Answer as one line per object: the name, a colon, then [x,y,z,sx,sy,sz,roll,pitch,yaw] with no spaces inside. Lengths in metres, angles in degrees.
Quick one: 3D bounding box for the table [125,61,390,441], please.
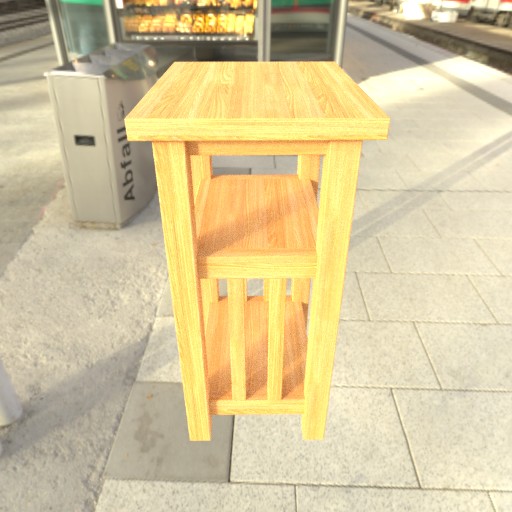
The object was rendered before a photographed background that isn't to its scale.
table: [0.000,0.000,0.742,0.270,0.550,0.350,0,32,-1]
